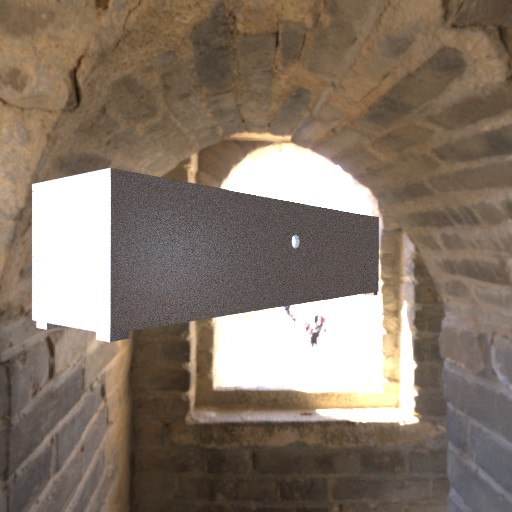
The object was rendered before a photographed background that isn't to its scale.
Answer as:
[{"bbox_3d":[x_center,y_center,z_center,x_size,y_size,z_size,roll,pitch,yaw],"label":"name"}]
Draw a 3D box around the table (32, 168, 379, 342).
[{"bbox_3d":[0.000,0.000,1.837,0.390,0.420,1.650,0,0,38],"label":"table"}]
